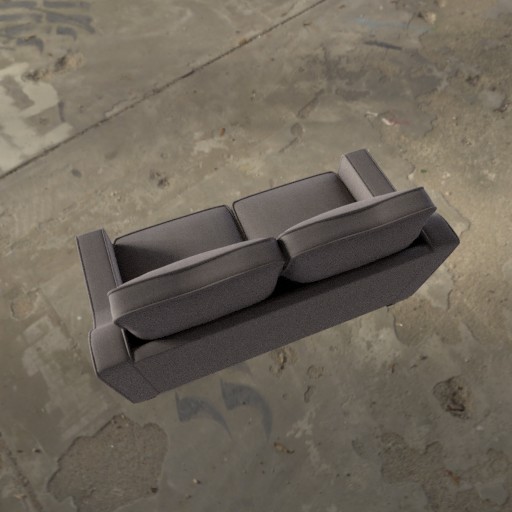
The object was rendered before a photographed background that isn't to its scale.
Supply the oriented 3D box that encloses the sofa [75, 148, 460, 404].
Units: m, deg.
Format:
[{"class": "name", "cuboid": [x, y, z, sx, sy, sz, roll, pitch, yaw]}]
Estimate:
[{"class": "sofa", "cuboid": [0.000, 0.000, 2.075, 1.500, 0.948, 0.791, -19, 61, -11]}]
